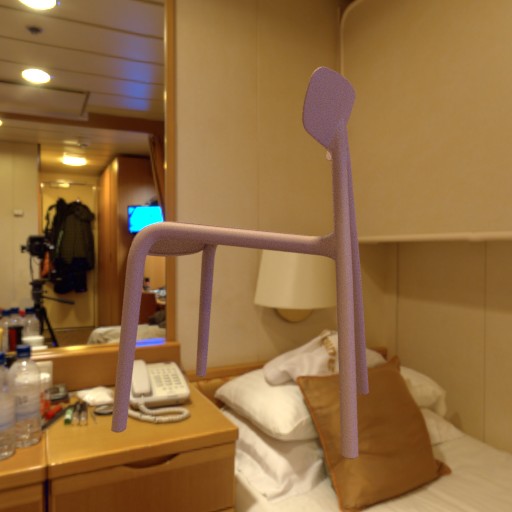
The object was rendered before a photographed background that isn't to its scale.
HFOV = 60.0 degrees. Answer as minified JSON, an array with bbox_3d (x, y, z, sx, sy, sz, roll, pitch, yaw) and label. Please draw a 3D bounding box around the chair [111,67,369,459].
[{"bbox_3d":[0.000,0.000,0.838,0.401,0.580,0.356,0,1,17],"label":"chair"}]
